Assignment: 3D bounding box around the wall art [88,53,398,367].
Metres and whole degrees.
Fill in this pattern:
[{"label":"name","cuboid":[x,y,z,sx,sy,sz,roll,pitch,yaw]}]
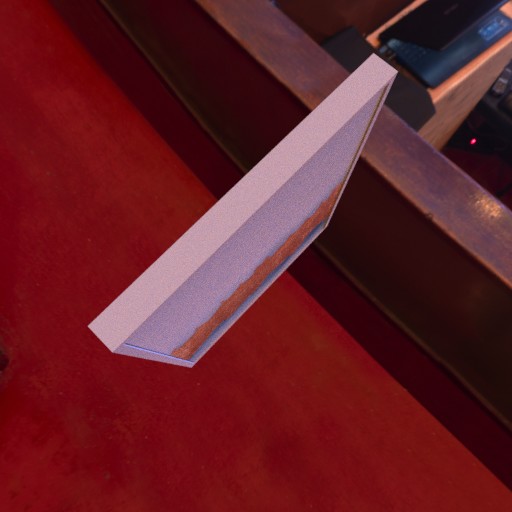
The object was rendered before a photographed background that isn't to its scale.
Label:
[{"label":"wall art","cuboid":[0.000,0.000,0.753,0.039,0.553,0.451,43,79,11]}]
